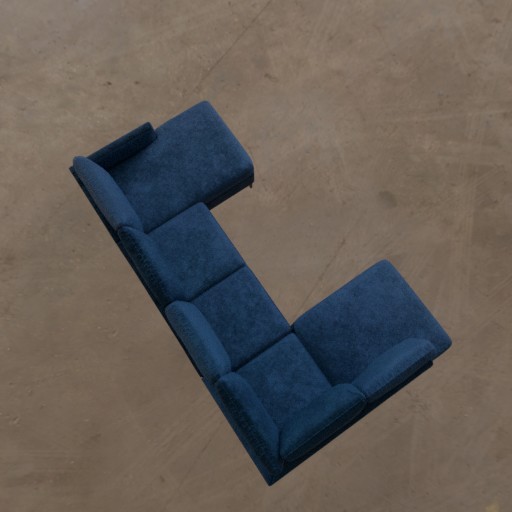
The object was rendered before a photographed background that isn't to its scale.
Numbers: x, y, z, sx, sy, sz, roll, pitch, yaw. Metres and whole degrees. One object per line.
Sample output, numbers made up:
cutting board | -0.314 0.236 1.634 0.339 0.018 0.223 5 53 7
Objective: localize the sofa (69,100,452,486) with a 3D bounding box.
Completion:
sofa | 0.000 0.000 4.263 2.055 0.992 3.434 -34 78 -8
